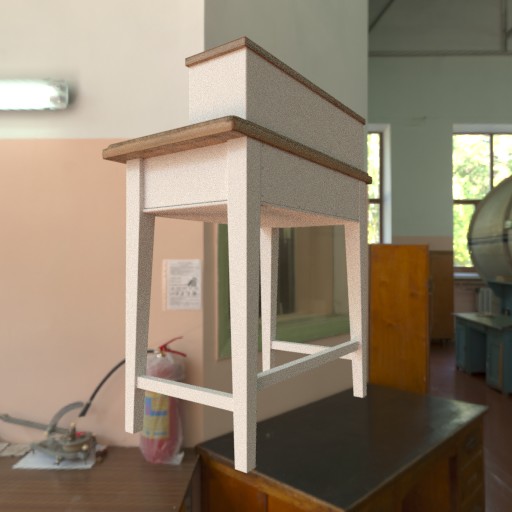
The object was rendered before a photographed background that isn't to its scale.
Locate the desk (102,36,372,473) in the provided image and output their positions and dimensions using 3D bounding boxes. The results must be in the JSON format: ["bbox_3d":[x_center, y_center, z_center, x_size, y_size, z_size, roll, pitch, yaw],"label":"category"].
[{"bbox_3d":[0.000,0.000,1.417,0.462,0.981,0.814,-1,-1,35],"label":"desk"}]
